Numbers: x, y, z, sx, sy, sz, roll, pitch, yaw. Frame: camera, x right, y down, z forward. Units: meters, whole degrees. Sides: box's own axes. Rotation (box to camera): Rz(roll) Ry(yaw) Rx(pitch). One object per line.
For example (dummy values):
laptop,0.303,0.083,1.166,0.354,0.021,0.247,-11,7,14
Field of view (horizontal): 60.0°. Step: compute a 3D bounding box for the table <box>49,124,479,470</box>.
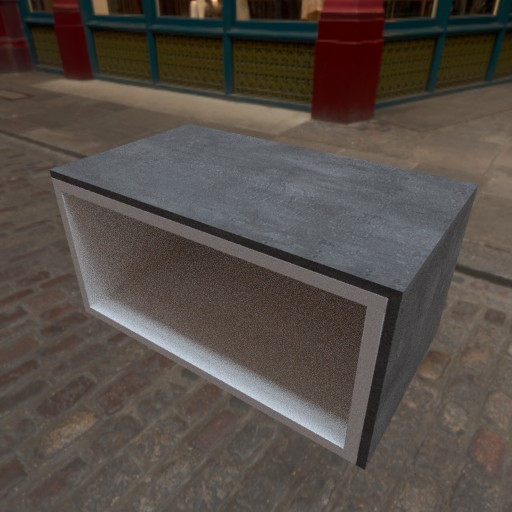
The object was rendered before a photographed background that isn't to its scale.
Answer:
table,0.000,0.000,0.921,0.700,0.350,0.400,20,37,29
